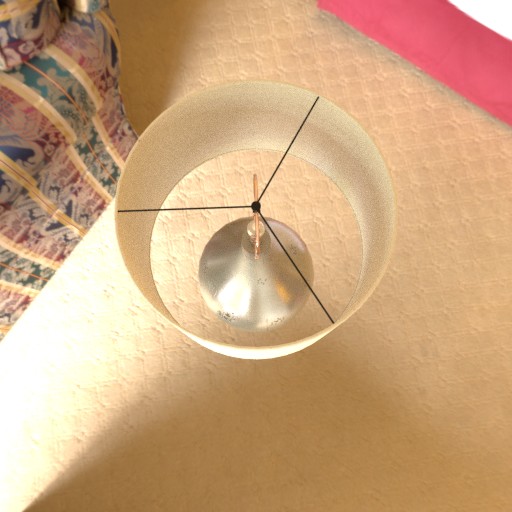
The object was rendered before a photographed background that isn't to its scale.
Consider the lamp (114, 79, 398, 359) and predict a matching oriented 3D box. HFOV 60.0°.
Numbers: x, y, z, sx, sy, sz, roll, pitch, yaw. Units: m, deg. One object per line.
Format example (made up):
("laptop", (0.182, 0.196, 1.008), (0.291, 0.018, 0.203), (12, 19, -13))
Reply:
("lamp", (0.000, 0.000, 0.732), (0.330, 0.521, 0.330), (0, 78, 0))
